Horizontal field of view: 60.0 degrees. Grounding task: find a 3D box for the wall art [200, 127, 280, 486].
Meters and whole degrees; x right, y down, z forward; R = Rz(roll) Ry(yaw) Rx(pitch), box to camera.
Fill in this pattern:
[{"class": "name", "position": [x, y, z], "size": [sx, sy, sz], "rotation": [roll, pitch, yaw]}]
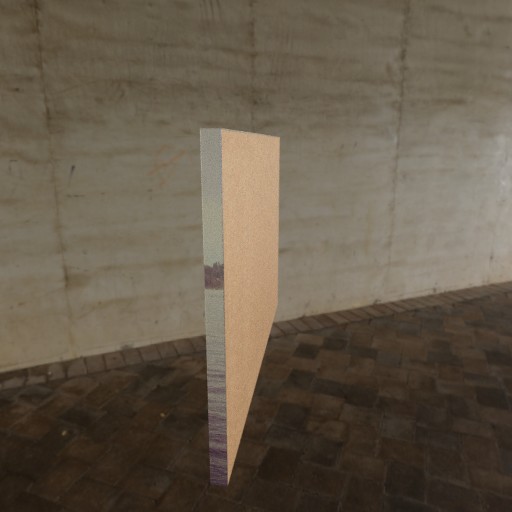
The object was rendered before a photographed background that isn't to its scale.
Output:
[{"class": "wall art", "position": [0.000, 0.000, 0.772], "size": [0.021, 0.410, 0.615], "rotation": [2, 14, 8]}]
